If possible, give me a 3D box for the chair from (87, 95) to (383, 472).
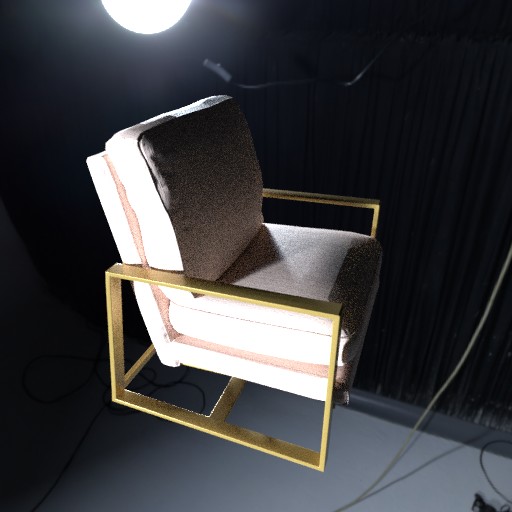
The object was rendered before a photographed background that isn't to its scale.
[{"bbox_3d":[0.000,0.000,1.524,0.813,0.956,0.758,11,32,18],"label":"chair"}]
